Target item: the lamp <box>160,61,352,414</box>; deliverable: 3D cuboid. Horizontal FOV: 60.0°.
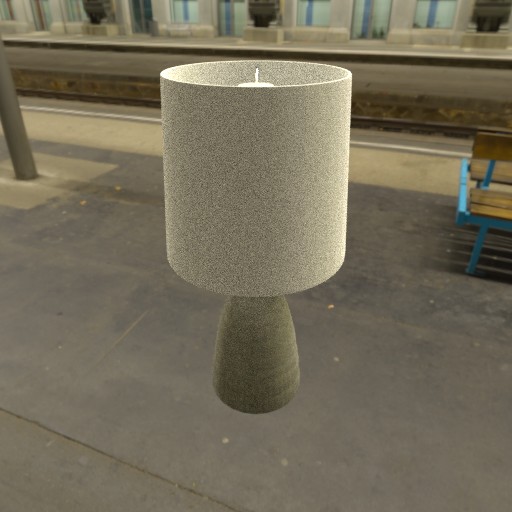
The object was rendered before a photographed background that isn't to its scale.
[{"bbox_3d":[0.000,0.000,0.477,0.186,0.369,0.186,0,30,0],"label":"lamp"}]
